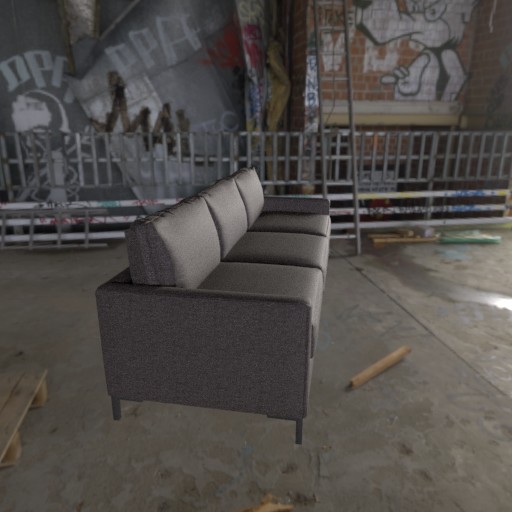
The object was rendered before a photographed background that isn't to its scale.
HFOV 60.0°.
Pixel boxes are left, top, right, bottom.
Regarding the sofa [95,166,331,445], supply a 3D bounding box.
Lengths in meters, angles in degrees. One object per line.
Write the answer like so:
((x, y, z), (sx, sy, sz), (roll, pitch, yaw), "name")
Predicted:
((0.000, 0.000, 2.748), (0.876, 0.882, 2.253), (3, 18, 10), "sofa")
